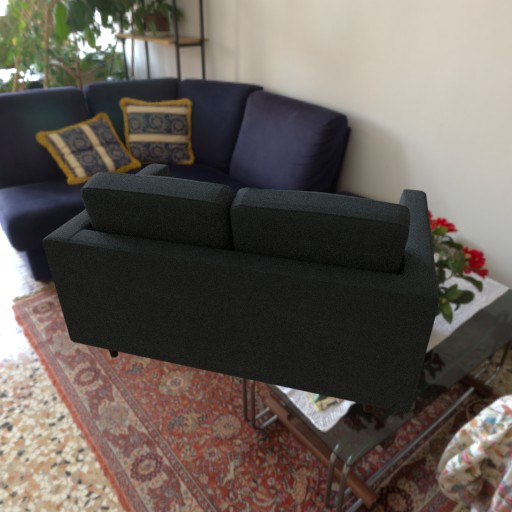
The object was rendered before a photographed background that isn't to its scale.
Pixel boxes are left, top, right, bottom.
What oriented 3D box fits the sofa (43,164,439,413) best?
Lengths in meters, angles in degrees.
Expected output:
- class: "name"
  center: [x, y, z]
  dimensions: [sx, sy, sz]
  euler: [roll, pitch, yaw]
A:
- class: "sofa"
  center: [0.000, 0.000, 2.144]
  dimensions: [1.518, 0.930, 0.999]
  euler: [8, 32, 13]
